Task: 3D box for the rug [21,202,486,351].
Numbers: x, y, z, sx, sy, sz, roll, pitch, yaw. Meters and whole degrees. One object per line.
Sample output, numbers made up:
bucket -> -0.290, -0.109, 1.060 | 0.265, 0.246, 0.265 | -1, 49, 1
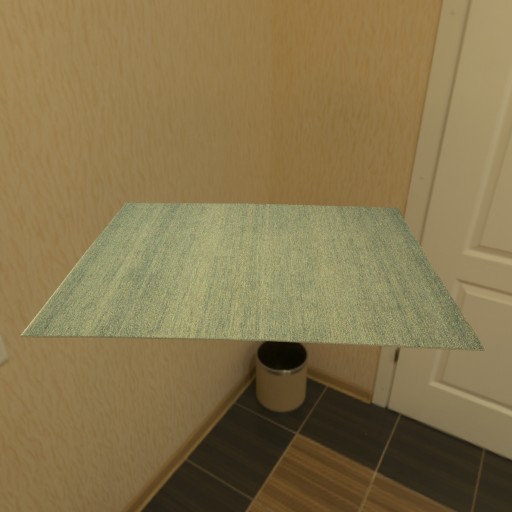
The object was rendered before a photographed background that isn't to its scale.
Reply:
rug -> 0.000, 0.000, 4.139 | 3.237, 0.046, 2.461 | 1, 29, 2
